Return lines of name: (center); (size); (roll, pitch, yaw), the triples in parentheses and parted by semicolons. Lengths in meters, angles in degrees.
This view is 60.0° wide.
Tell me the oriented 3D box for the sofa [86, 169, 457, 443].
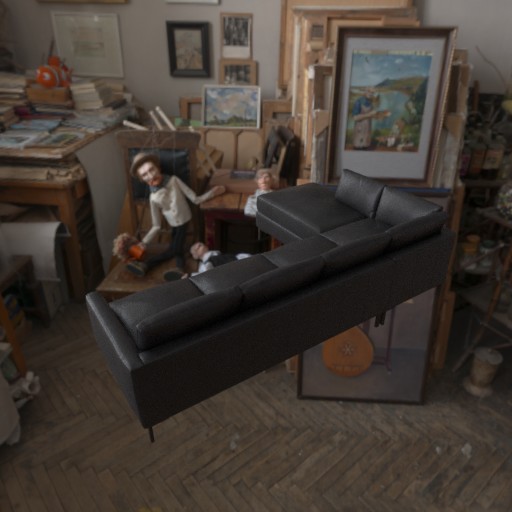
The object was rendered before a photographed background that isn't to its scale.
sofa: (0.000, 0.000, 3.928); (2.984, 0.877, 1.938); (-19, 35, -29)
